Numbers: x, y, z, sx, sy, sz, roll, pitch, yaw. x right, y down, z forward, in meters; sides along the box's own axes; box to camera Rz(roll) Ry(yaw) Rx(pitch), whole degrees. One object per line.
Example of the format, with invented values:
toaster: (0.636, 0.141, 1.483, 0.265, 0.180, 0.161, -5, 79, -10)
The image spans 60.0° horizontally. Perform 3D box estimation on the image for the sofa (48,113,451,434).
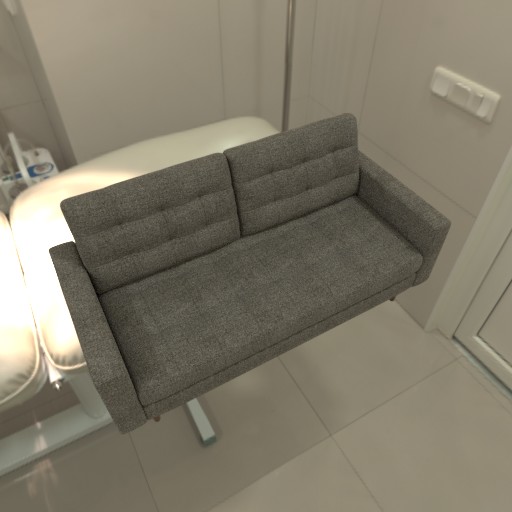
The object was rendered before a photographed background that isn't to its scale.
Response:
sofa: (0.000, 0.000, 2.279, 1.821, 0.902, 0.863, -22, 50, -20)
